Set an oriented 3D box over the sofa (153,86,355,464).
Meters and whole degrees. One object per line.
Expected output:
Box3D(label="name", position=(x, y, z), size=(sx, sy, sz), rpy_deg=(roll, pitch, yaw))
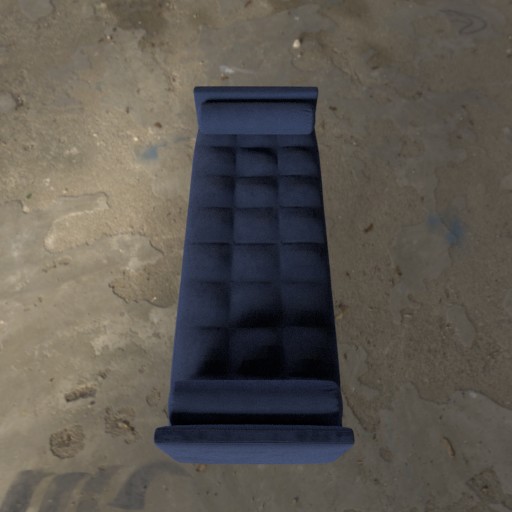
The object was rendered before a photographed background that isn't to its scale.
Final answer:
Box3D(label="sofa", position=(0.000, 0.000, 2.493), size=(0.797, 0.657, 2.102), rpy_deg=(0, 59, 0))
